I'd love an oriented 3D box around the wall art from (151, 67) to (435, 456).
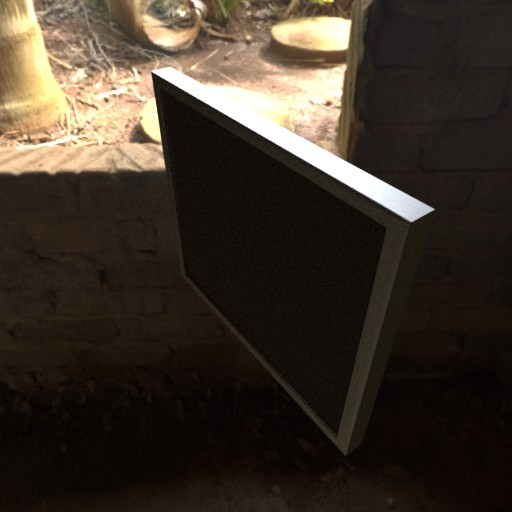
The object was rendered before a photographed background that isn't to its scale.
[{"bbox_3d":[0.000,0.000,0.522,0.028,0.330,0.380,-26,47,-27],"label":"wall art"}]
